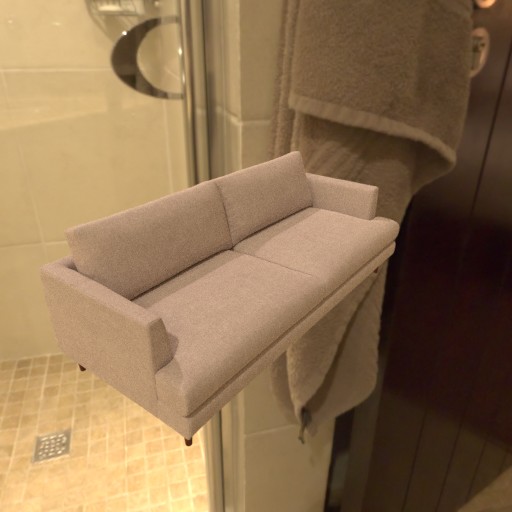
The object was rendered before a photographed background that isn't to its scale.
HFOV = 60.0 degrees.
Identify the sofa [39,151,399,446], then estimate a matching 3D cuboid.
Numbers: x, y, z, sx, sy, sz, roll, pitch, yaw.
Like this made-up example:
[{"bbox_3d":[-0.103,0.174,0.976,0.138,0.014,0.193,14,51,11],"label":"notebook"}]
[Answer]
[{"bbox_3d":[0.000,0.000,2.795,1.020,0.868,2.250,19,32,33],"label":"sofa"}]
